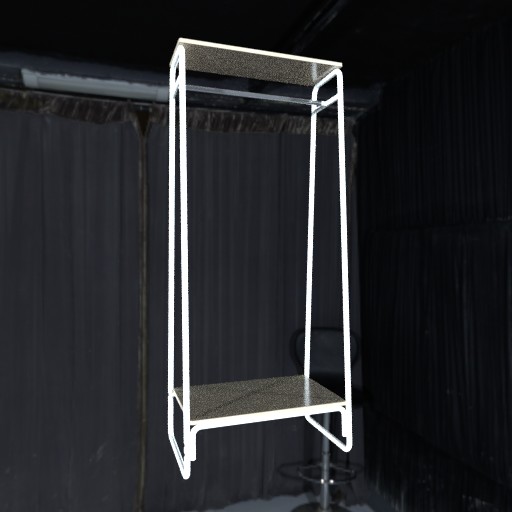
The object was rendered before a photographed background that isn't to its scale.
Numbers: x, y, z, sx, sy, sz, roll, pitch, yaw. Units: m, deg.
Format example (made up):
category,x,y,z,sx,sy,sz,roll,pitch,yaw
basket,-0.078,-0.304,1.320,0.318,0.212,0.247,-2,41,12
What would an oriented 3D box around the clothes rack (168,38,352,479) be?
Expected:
category,x,y,z,sx,sy,sz,roll,pitch,yaw
clothes rack,0.000,0.000,1.751,0.640,1.512,0.400,0,1,-19
